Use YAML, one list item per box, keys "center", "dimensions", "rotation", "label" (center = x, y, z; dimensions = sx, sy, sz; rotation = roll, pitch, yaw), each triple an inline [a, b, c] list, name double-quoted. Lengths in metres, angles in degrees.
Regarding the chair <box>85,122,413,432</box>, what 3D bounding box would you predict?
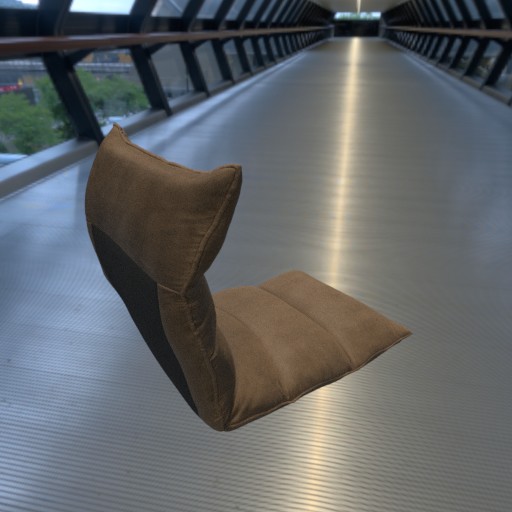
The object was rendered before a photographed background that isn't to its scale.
- center: [0.000, 0.000, 1.580]
  dimensions: [0.985, 0.892, 0.714]
  rotation: [-17, 31, -30]
  label: "chair"
